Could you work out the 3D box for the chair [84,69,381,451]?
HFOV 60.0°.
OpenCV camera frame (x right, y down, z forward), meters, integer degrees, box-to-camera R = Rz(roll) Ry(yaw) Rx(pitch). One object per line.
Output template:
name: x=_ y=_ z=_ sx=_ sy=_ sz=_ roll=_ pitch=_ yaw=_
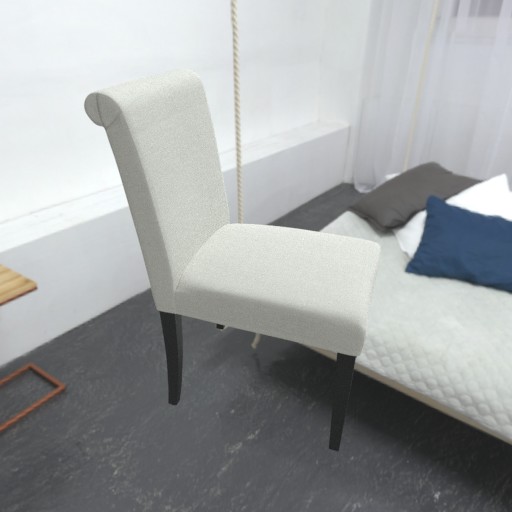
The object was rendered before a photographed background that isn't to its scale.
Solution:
chair: x=0.000 y=0.000 z=1.333 sx=0.708 sy=0.976 sz=0.452 roll=9 pitch=31 yaw=16
